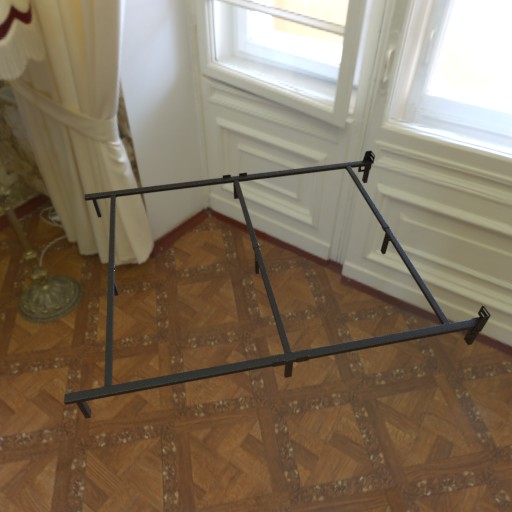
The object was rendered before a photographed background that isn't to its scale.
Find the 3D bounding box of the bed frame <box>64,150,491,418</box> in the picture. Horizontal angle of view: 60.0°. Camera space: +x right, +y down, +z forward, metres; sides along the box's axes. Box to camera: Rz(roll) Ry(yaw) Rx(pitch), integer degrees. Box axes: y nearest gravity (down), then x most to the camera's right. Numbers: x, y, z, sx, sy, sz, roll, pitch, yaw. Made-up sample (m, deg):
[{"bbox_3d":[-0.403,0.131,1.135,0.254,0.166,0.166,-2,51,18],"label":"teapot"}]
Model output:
[{"bbox_3d":[0.000,0.000,2.583,1.990,0.248,1.498,-8,46,-8],"label":"bed frame"}]
